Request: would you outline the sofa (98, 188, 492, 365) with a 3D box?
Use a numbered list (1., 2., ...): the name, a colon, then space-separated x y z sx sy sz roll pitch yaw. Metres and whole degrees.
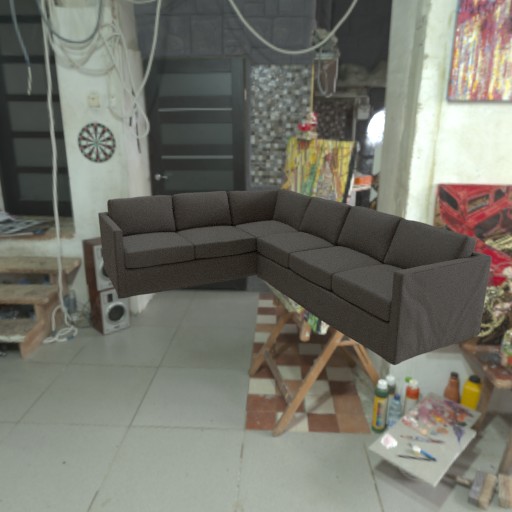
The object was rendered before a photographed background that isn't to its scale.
1. sofa: 0.000 0.000 4.255 2.432 0.871 3.182 -8 18 -26
